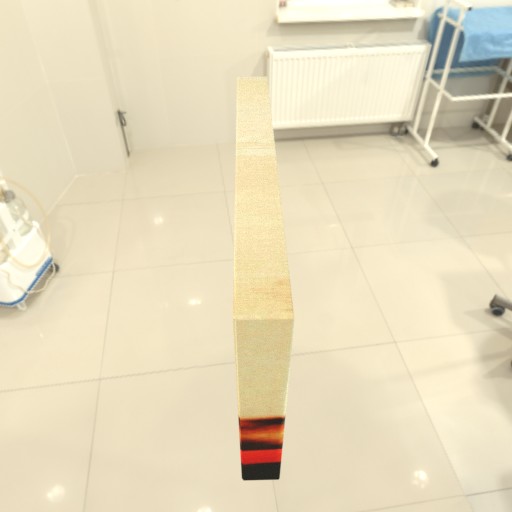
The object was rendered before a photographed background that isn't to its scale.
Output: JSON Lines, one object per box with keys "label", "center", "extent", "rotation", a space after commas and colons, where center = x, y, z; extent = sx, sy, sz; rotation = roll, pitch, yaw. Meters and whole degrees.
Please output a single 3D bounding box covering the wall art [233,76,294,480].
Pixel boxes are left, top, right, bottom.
{"label": "wall art", "center": [0.000, 0.000, 0.494], "extent": [0.037, 0.251, 0.383], "rotation": [-1, 43, -1]}
